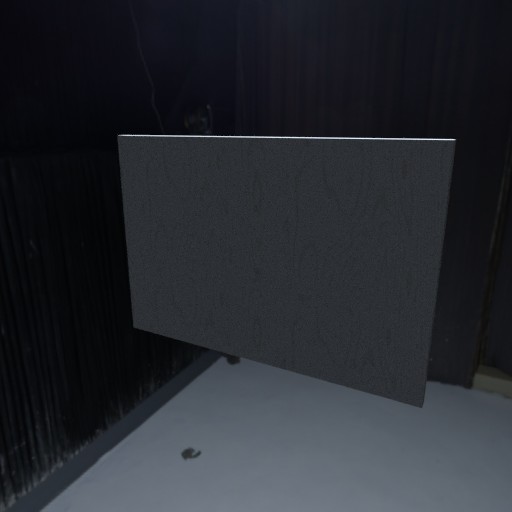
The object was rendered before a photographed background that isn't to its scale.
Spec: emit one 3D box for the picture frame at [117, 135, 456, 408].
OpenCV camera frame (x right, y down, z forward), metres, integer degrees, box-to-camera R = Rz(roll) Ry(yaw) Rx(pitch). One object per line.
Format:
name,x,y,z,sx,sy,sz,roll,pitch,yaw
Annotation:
picture frame,0.000,0.000,1.235,0.950,0.640,0.029,9,19,28
